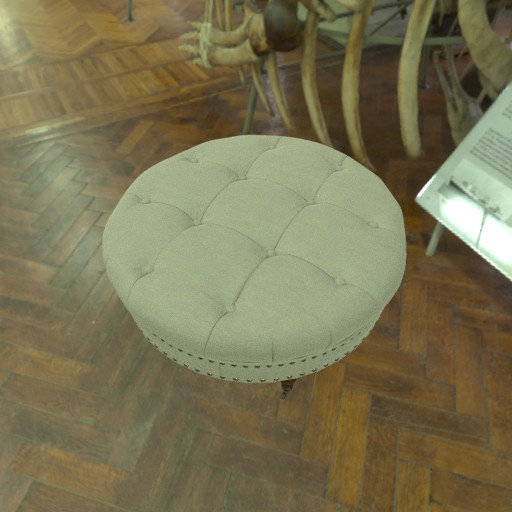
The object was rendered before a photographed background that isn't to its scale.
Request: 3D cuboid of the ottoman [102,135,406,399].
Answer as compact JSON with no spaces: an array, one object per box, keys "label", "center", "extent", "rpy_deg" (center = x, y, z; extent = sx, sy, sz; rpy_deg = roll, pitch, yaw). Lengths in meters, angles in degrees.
[{"label":"ottoman","center":[0.000,0.000,1.430],"extent":[0.901,0.439,0.901],"rpy_deg":[0,46,0]}]
